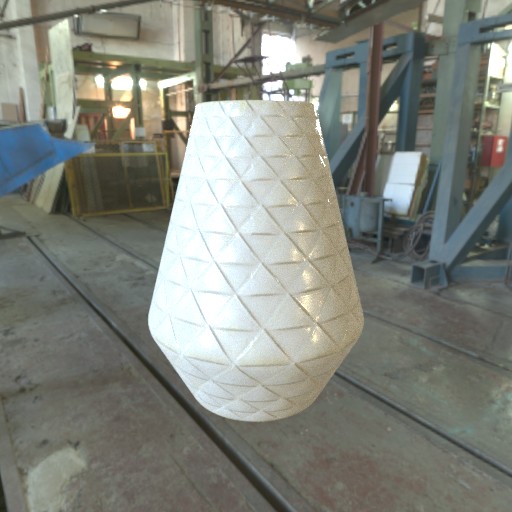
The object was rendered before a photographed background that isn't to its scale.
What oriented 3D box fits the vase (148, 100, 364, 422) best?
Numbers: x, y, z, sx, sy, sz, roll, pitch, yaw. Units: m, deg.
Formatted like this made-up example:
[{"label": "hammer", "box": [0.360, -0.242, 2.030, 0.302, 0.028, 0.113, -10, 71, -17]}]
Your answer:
[{"label": "vase", "box": [0.000, 0.000, 0.356, 0.175, 0.230, 0.175, 0, 15, 0]}]
